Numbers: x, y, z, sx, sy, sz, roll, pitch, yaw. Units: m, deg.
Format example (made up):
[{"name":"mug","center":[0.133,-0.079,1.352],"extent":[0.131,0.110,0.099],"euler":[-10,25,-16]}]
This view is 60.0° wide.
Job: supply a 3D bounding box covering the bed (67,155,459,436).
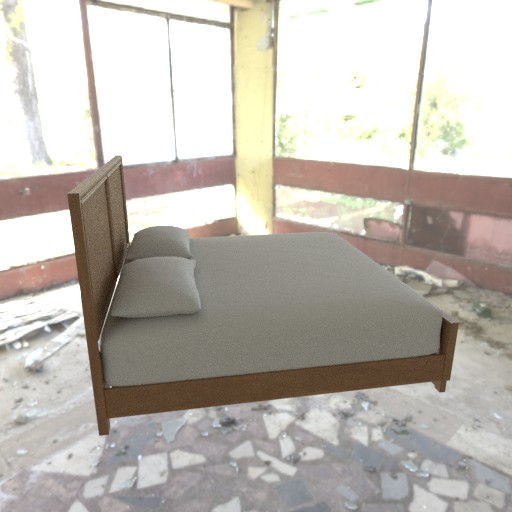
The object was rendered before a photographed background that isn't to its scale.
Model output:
[{"name":"bed","center":[0.000,0.000,3.434],"extent":[2.184,1.387,2.003],"euler":[-3,18,-10]}]
